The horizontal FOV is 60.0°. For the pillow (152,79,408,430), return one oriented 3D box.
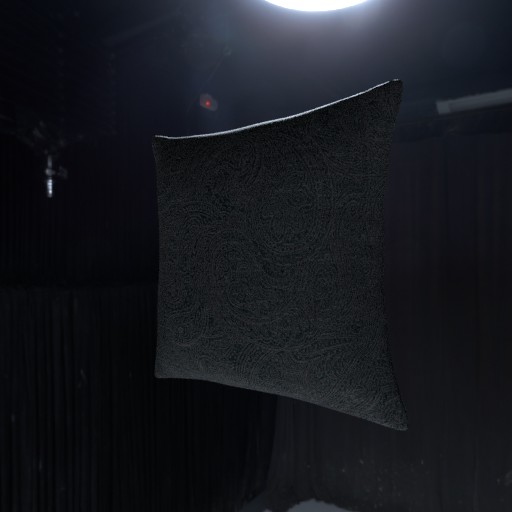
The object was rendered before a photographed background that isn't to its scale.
[{"bbox_3d":[0.000,0.000,0.786,0.526,0.507,0.166,-1,-1,35],"label":"pillow"}]
